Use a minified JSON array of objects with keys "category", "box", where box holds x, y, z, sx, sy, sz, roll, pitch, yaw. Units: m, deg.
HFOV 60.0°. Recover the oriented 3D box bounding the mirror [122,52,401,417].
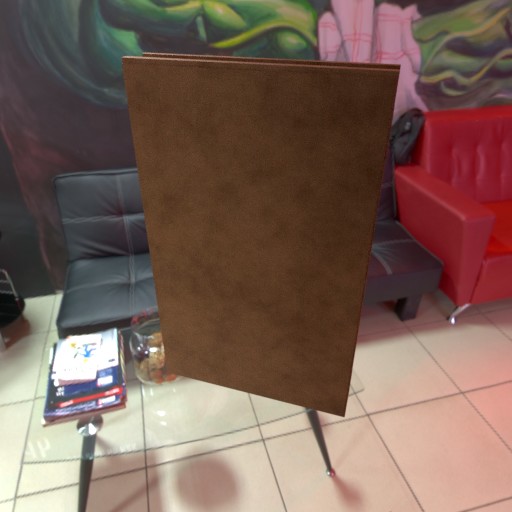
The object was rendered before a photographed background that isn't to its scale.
[{"category":"mirror","box":[0.000,0.000,0.942,0.468,0.768,0.082,10,33,15]}]
